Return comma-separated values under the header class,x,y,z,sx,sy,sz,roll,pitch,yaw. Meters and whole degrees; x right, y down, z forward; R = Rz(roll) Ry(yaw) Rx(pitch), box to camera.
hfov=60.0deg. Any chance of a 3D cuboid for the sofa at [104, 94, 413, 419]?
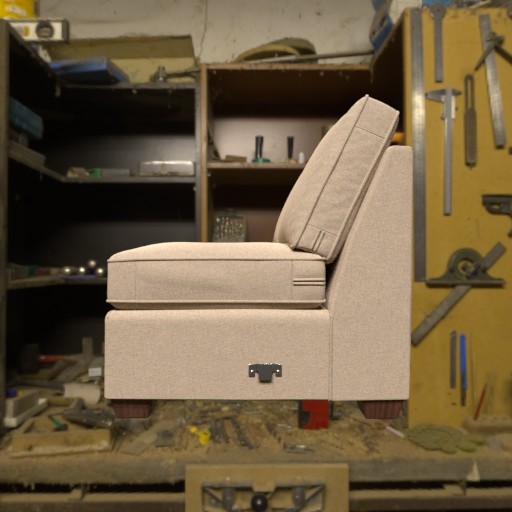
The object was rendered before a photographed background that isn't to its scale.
class,x,y,z,sx,sy,sz,roll,pitch,yaw
sofa,0.000,0.000,1.948,0.951,1.008,1.237,0,0,0
